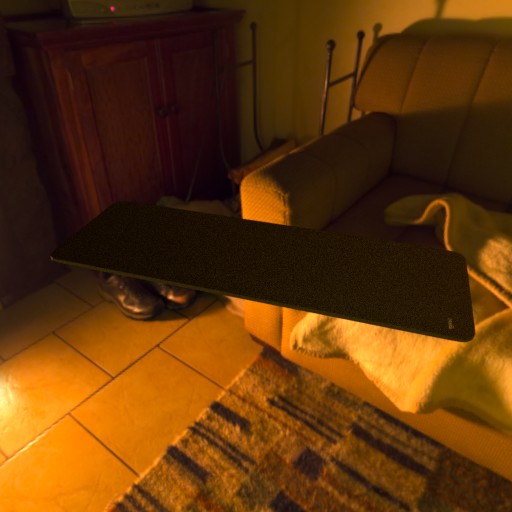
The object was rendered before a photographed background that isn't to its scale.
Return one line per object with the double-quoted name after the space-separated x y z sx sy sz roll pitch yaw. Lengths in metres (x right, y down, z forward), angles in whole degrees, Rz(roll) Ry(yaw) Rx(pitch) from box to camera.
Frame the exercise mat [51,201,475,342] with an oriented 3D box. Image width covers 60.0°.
0.000 0.000 2.072 1.869 0.021 0.616 10 35 14 "exercise mat"
